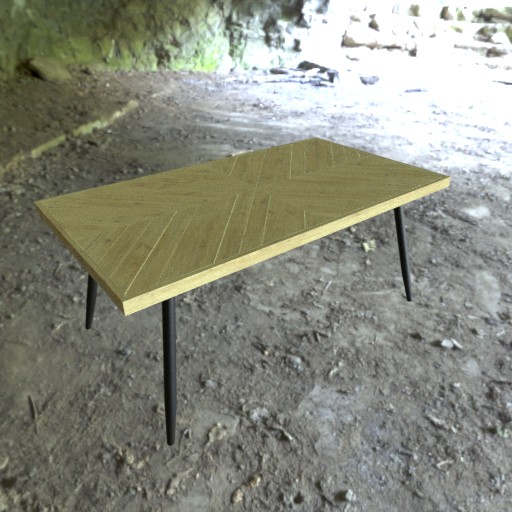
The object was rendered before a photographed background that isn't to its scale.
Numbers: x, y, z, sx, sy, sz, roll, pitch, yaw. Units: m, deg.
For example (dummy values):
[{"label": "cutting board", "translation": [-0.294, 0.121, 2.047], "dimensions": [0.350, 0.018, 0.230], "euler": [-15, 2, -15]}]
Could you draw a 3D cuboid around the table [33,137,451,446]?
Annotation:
[{"label": "table", "translation": [0.000, 0.000, 2.353], "dimensions": [1.803, 0.762, 0.991], "euler": [-21, 36, -32]}]
